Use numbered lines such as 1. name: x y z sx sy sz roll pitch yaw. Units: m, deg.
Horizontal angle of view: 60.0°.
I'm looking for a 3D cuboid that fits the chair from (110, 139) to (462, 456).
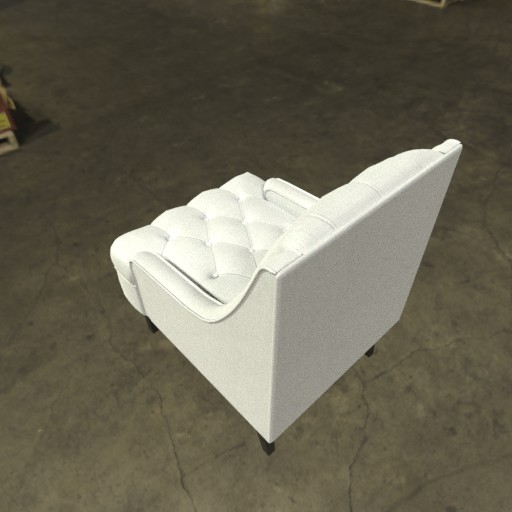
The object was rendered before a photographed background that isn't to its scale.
1. chair: 0.000 0.000 1.393 0.658 0.891 0.772 -33 53 -29
